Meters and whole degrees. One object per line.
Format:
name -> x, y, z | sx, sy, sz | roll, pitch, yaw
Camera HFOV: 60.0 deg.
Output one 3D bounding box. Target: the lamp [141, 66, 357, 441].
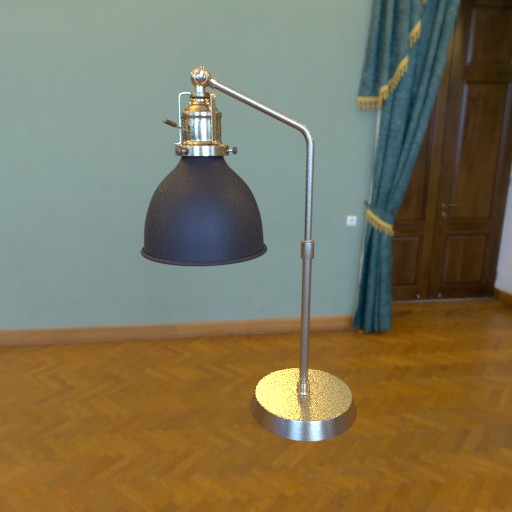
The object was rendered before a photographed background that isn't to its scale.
lamp -> 0.000, 0.000, 0.579 | 0.291, 0.456, 0.160 | -2, 15, -7
